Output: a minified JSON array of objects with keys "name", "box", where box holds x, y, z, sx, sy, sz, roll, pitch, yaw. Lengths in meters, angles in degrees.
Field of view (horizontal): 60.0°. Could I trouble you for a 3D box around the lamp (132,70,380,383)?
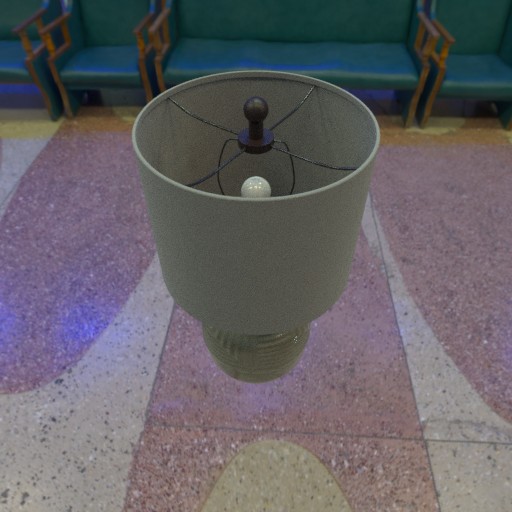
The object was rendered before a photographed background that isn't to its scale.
[{"name":"lamp","box":[0.000,0.000,0.755,0.318,0.567,0.318,0,46,0]}]
